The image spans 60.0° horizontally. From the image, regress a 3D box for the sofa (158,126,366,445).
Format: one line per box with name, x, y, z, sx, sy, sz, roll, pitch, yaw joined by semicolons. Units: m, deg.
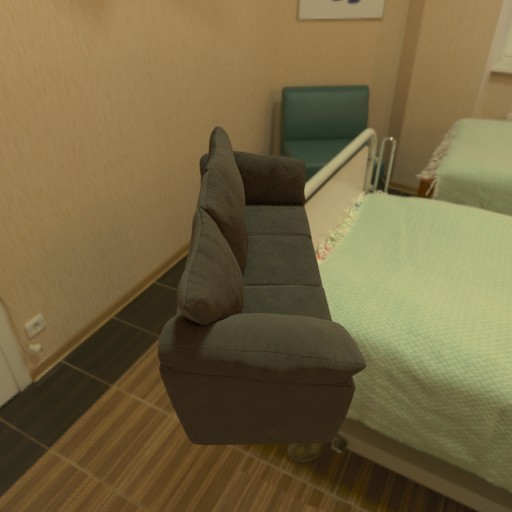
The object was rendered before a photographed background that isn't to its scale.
sofa;0.000;0.000;2.897;0.878;1.073;2.336;-1;34;-1
